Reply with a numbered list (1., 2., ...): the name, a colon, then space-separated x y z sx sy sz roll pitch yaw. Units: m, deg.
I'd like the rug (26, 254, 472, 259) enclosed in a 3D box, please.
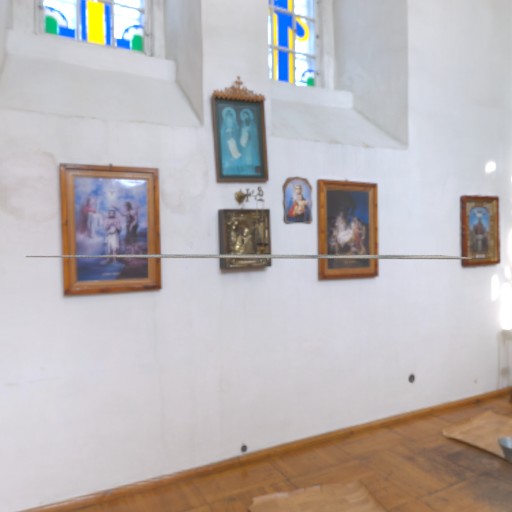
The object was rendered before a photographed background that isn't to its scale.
1. rug: 0.000 0.000 2.988 2.433 0.007 1.507 0 1 18
